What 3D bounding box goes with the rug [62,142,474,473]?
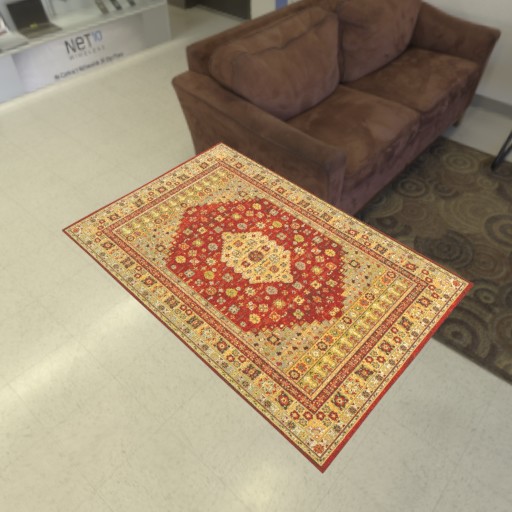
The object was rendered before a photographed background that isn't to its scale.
[{"bbox_3d":[0.000,0.000,2.289,1.802,0.013,1.194,35,56,28],"label":"rug"}]
